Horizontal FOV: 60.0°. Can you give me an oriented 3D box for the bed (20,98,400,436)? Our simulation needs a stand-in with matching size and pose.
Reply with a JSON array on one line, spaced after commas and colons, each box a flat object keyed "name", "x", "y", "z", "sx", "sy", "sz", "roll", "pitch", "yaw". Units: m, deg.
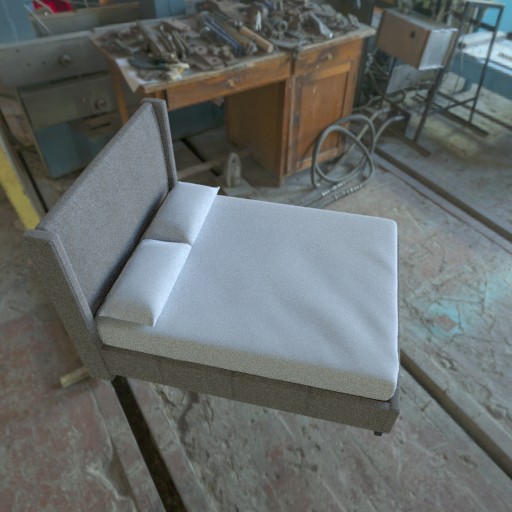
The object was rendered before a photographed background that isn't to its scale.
[{"name": "bed", "x": 0.000, "y": 0.000, "z": 3.315, "sx": 2.245, "sy": 1.481, "sz": 1.714, "roll": 9, "pitch": 46, "yaw": 9}]
